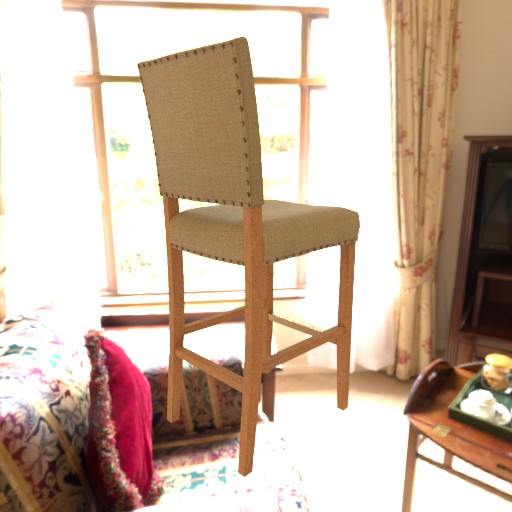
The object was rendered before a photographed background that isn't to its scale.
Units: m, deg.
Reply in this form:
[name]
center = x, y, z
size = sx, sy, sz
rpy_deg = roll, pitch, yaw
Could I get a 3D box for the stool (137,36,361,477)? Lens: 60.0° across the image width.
[stool]
center = 0.000, 0.000, 1.483
size = 0.585, 1.203, 0.445
rpy_deg = -13, 19, -43
